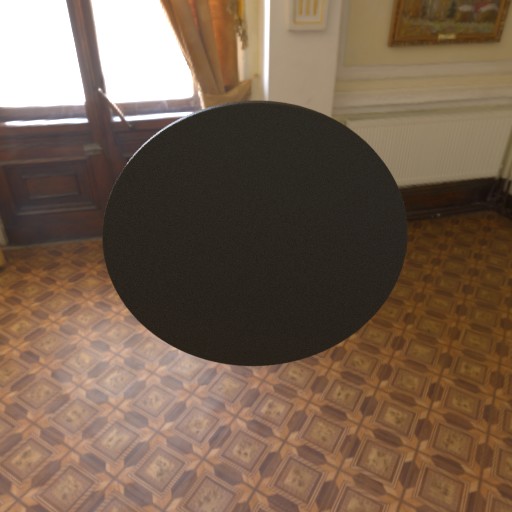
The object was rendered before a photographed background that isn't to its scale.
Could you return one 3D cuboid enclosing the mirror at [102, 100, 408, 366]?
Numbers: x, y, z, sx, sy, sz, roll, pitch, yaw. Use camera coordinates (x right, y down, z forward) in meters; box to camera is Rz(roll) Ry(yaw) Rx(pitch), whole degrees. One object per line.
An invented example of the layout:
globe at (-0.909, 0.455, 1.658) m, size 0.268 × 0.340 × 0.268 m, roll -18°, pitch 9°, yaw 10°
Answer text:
mirror at (0.000, 0.000, 1.599) m, size 1.077 × 1.077 × 0.036 m, roll -1°, pitch 32°, yaw -1°
